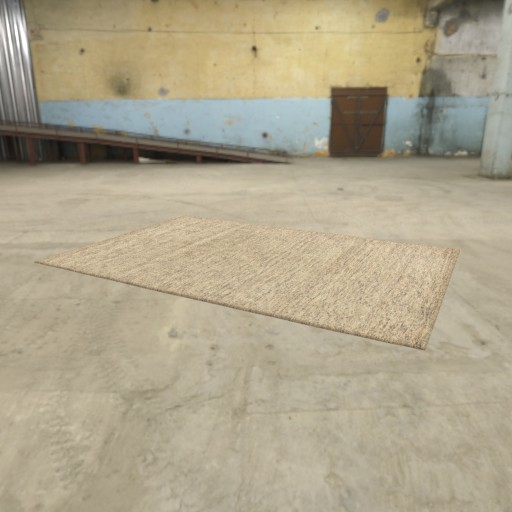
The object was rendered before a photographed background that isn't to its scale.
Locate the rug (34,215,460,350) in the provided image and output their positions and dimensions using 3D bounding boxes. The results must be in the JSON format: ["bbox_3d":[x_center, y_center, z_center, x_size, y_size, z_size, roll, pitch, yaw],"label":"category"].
[{"bbox_3d":[0.000,0.000,2.271,1.822,0.018,1.211,9,20,27],"label":"rug"}]
